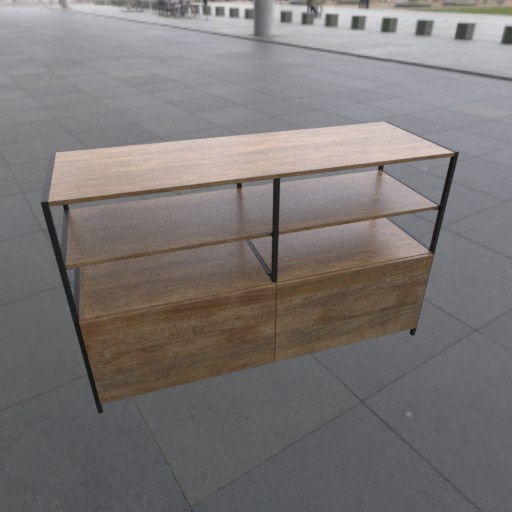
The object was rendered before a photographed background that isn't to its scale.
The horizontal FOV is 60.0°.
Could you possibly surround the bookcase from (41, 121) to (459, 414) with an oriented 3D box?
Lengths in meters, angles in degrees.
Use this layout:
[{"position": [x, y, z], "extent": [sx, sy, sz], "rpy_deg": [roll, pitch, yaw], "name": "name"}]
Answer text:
[{"position": [0.000, 0.000, 1.489], "extent": [1.149, 0.712, 0.391], "rpy_deg": [-10, 32, -16], "name": "bookcase"}]
